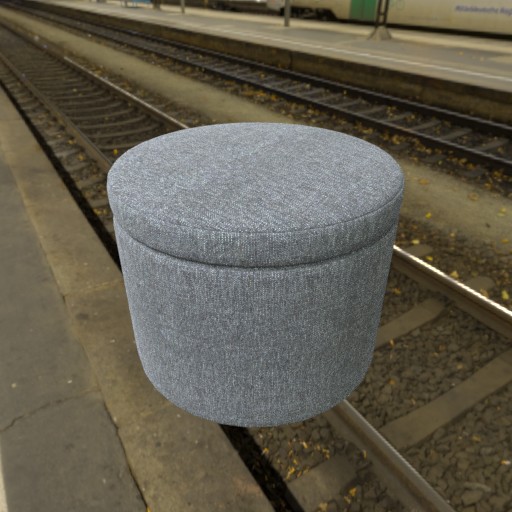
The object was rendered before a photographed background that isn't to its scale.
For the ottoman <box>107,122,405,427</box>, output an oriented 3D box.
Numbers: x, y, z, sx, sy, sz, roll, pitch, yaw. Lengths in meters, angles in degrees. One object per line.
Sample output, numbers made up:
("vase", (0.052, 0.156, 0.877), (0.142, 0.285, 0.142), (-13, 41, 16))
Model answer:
("ottoman", (0.000, 0.000, 0.864), (0.500, 0.419, 0.500), (0, 32, 0))
